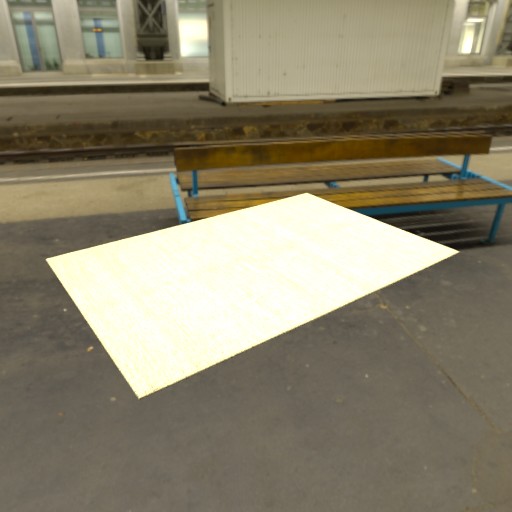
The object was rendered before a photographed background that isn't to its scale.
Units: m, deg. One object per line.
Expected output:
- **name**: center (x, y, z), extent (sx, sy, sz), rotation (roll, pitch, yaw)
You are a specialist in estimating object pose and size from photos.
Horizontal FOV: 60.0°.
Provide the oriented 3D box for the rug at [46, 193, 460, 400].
- **rug**: center (0.000, 0.000, 2.385), extent (1.850, 0.015, 1.250), rotation (-18, 32, -32)
